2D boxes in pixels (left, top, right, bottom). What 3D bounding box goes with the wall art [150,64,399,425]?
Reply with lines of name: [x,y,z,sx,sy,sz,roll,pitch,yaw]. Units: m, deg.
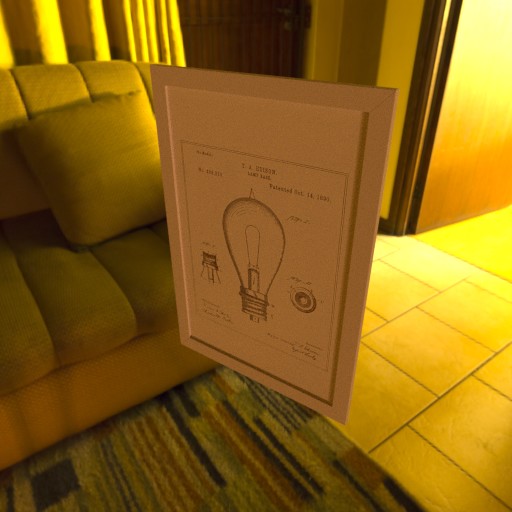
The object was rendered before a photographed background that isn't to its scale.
wall art: [0.000,0.000,0.620,0.325,0.474,0.010,19,35,29]
